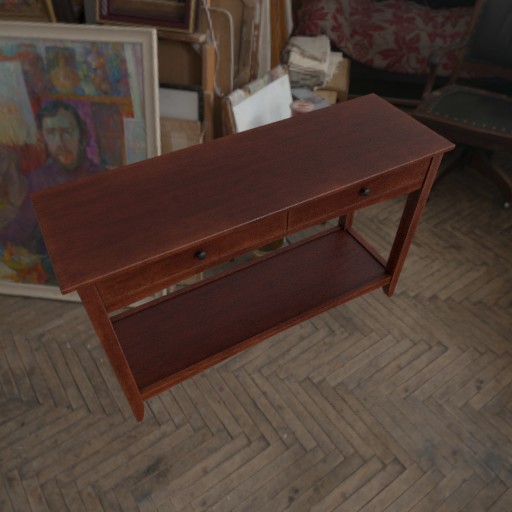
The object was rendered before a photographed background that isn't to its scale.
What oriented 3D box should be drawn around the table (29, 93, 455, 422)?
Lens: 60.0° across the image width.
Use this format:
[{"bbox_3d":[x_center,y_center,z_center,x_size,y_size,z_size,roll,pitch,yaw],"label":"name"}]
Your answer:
[{"bbox_3d":[0.000,0.000,1.546,1.188,0.739,0.392,-22,50,-20],"label":"table"}]
